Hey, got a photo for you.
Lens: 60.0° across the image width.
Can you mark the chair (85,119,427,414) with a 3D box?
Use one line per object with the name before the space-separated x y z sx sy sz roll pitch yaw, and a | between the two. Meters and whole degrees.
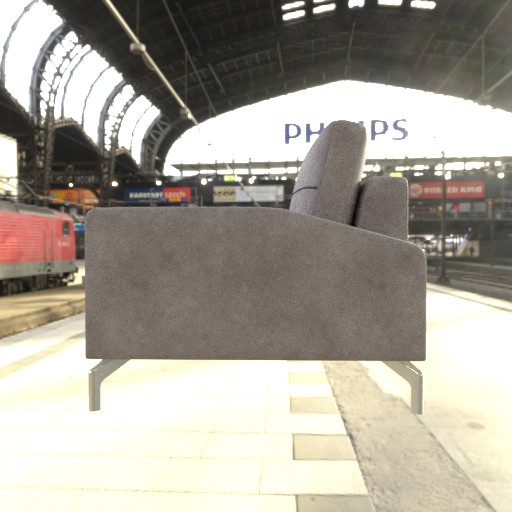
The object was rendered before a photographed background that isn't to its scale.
chair | 0.000 0.000 1.574 0.900 0.800 0.900 0 1 1
